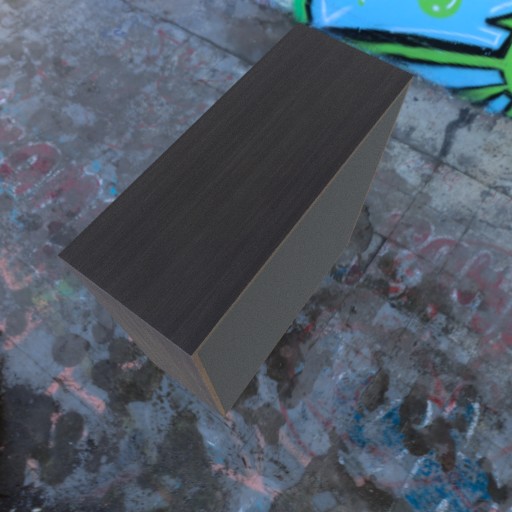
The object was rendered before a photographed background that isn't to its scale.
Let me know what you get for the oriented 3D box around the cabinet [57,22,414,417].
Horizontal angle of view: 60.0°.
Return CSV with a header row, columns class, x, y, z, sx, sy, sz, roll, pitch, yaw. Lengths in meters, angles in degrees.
class,x,y,z,sx,sy,sz,roll,pitch,yaw
cabinet,0.000,0.000,1.674,0.400,1.170,1.010,33,68,15
